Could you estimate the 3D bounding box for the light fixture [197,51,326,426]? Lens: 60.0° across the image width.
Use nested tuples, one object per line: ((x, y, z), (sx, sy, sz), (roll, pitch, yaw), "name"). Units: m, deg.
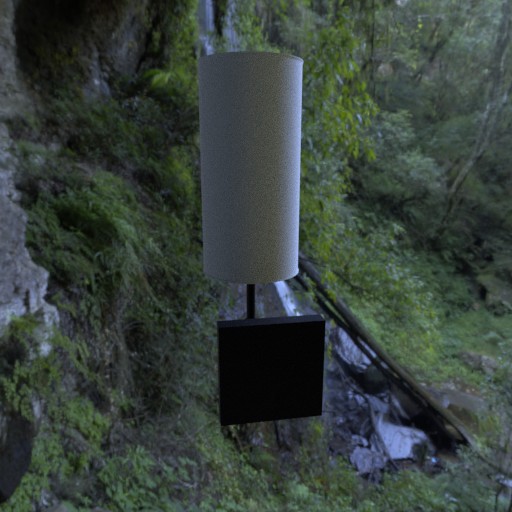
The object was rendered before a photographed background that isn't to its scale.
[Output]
((0.000, 0.000, 0.552), (0.128, 0.462, 0.208), (-2, 14, -10), "light fixture")
